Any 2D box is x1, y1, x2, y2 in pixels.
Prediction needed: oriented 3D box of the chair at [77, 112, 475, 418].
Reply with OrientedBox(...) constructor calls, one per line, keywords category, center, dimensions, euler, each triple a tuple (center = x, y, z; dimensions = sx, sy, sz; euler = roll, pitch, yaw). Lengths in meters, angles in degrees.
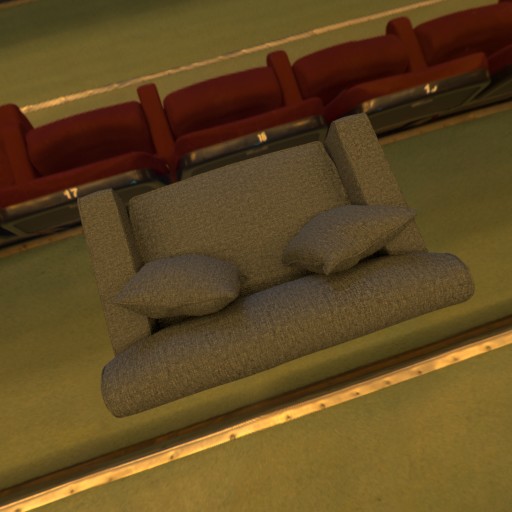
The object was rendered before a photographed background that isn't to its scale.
OrientedBox(category="chair", center=(0.000, 0.000, 2.050), dimensions=(1.383, 0.948, 1.000), euler=(-18, 76, -5))
